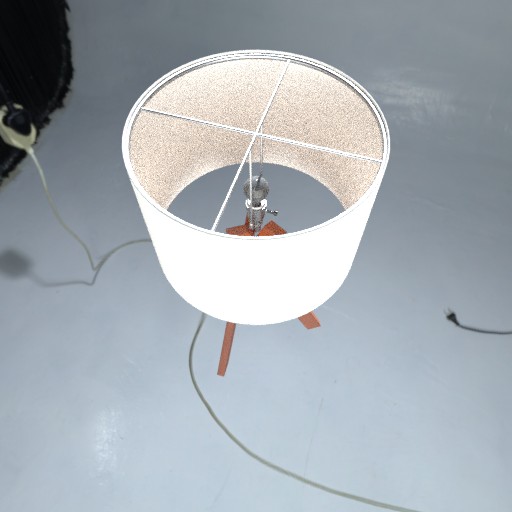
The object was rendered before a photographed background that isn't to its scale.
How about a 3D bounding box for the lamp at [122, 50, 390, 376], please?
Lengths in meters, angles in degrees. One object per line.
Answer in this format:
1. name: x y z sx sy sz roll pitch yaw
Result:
1. lamp: 0.000 0.000 0.927 0.380 0.686 0.380 15 59 9
